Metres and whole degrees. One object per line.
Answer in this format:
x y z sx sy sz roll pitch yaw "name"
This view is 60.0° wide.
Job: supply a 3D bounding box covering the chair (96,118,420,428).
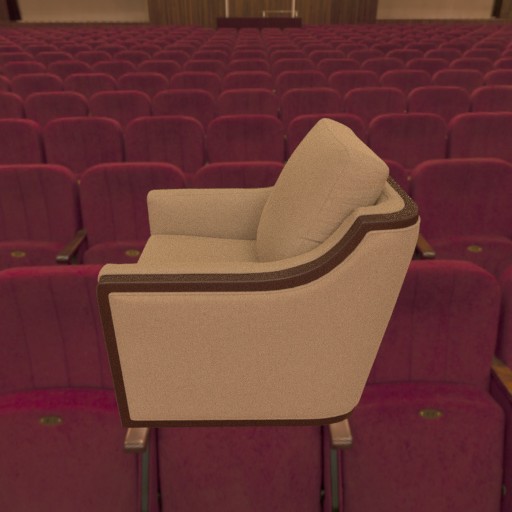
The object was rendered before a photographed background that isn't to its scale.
0.000 0.000 1.691 0.950 0.930 0.870 0 27 -1 "chair"
